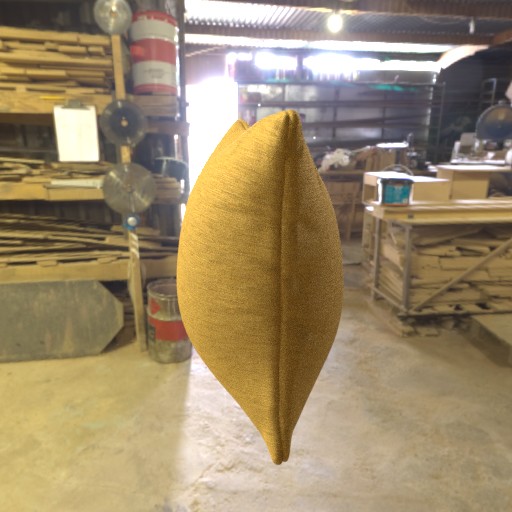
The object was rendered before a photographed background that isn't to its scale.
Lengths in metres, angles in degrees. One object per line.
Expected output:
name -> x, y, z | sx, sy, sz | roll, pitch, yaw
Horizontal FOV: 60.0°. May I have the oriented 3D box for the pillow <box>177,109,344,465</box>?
pillow -> 0.000, 0.000, 0.689 | 0.247, 0.417, 0.435 | -2, 16, -8
